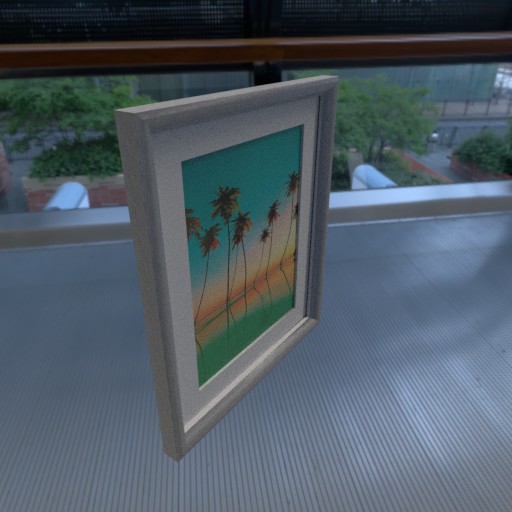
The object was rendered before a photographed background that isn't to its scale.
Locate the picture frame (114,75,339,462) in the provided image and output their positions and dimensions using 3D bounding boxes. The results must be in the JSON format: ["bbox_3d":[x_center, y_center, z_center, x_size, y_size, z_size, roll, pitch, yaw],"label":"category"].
[{"bbox_3d":[0.000,0.000,0.533,0.027,0.378,0.327,19,33,32],"label":"picture frame"}]
